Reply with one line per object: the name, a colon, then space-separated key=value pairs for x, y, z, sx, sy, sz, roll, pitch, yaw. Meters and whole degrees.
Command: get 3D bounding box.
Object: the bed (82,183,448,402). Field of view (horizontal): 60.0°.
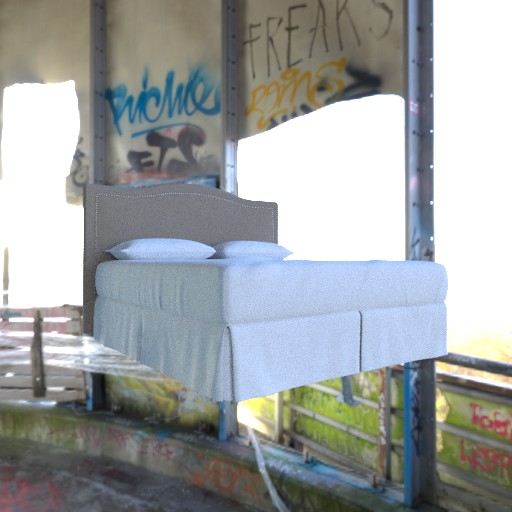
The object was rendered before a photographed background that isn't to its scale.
bed: x=0.000 y=0.000 z=3.499 sx=2.083 sy=1.421 sz=2.182 roll=0 pitch=0 yaw=-36
